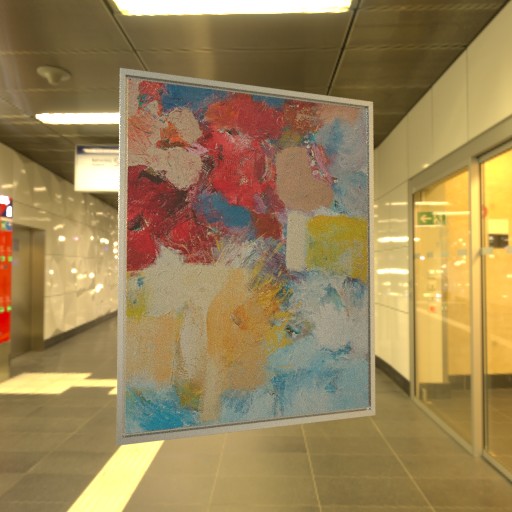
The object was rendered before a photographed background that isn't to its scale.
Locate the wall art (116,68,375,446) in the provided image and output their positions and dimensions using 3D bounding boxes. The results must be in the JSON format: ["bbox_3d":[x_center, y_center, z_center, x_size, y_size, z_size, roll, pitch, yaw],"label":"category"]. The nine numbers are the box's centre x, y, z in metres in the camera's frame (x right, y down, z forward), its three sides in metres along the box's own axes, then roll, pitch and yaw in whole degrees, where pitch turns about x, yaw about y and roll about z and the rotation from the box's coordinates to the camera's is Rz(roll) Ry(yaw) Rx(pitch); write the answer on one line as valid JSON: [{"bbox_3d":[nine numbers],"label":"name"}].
[{"bbox_3d":[0.000,0.000,0.748,0.444,0.569,0.025,1,-2,-18],"label":"wall art"}]
